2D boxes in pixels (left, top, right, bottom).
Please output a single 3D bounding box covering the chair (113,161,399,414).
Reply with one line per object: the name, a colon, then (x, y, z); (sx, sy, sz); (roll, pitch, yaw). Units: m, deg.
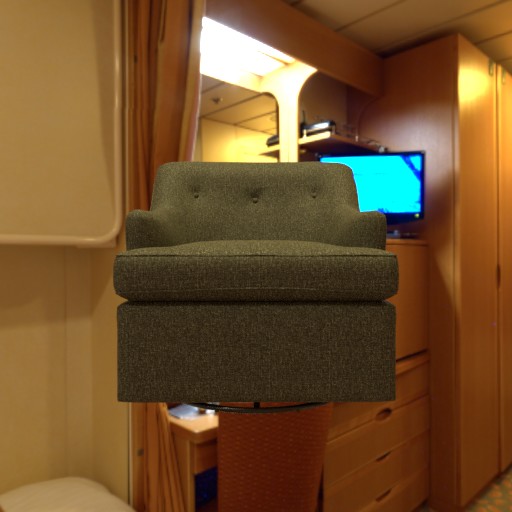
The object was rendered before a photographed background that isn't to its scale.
chair: (0.000, 0.000, 1.622); (0.864, 0.856, 0.923); (0, 0, 0)
